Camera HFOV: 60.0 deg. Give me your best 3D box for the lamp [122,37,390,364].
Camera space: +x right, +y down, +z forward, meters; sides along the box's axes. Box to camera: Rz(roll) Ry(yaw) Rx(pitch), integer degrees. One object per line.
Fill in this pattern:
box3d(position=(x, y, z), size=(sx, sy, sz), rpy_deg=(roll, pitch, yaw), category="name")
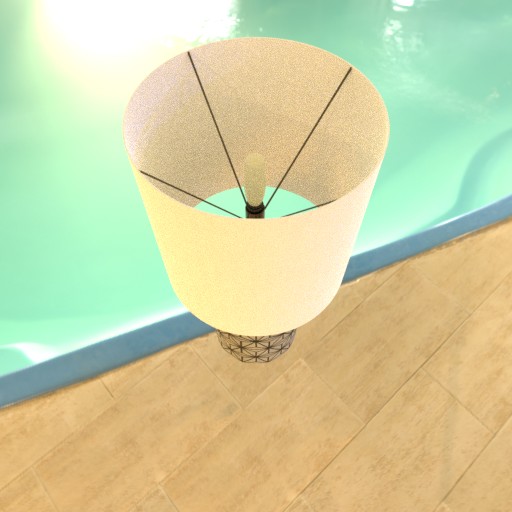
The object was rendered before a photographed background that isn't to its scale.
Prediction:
box3d(position=(0.000, 0.000, 0.522), size=(0.206, 0.416, 0.206), rpy_deg=(-31, 63, -18), category="lamp")
